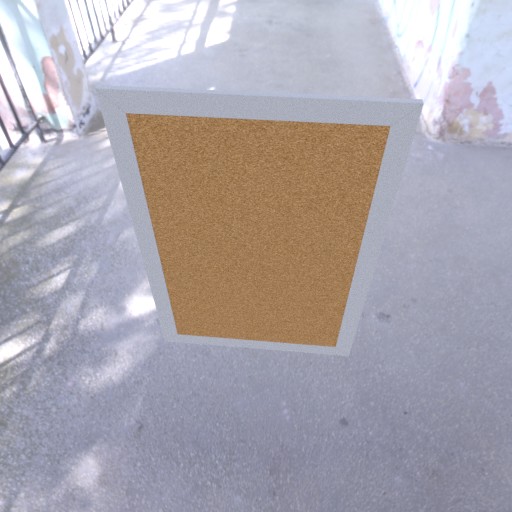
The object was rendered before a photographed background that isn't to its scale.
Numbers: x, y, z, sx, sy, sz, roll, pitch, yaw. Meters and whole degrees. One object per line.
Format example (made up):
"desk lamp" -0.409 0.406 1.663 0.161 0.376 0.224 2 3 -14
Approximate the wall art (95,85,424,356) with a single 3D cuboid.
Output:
"wall art" 0.000 0.000 0.854 0.454 0.659 0.011 4 47 4
